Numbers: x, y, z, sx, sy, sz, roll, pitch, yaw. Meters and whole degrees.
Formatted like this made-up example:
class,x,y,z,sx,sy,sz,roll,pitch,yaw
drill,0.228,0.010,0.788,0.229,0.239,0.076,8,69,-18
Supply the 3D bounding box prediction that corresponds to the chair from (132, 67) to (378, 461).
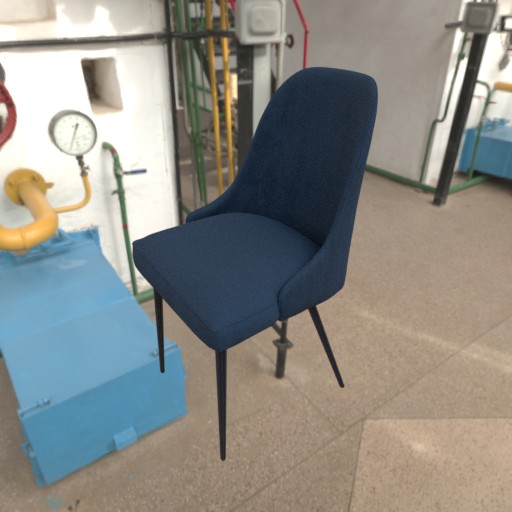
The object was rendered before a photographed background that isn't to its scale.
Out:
class,x,y,z,sx,sy,sz,roll,pitch,yaw
chair,0.000,0.000,1.203,0.559,0.896,0.478,-19,36,-29
